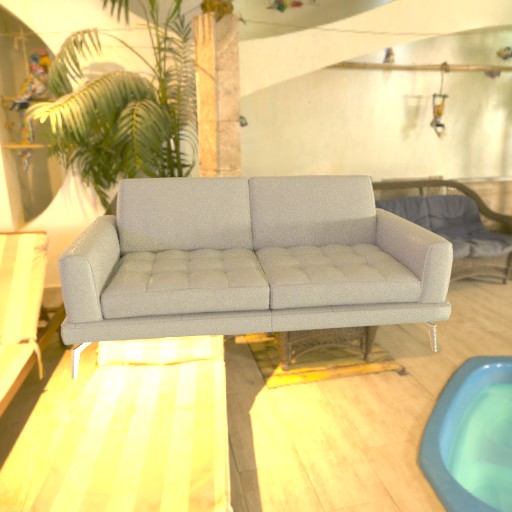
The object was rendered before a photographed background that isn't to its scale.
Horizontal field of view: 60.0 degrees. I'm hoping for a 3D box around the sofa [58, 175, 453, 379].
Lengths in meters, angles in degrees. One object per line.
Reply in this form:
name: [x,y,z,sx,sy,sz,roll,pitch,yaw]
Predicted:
sofa: [0.000,0.000,2.840,2.177,0.930,1.121,-2,17,-7]
